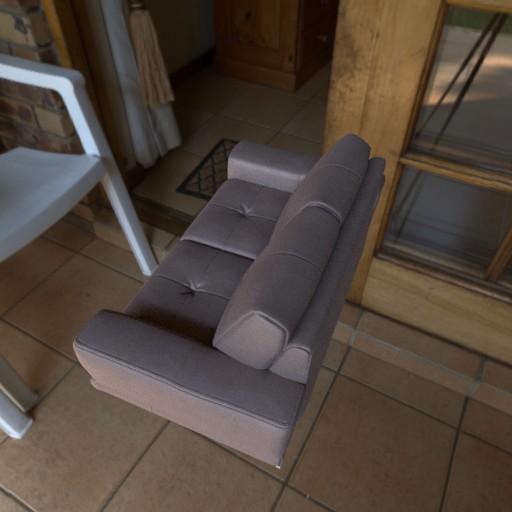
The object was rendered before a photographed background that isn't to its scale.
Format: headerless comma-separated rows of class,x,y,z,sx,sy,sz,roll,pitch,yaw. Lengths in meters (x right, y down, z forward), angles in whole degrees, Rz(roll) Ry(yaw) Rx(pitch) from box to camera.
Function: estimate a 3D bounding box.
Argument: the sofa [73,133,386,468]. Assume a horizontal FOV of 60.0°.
sofa,0.000,0.000,2.381,1.018,0.907,1.806,17,48,16
